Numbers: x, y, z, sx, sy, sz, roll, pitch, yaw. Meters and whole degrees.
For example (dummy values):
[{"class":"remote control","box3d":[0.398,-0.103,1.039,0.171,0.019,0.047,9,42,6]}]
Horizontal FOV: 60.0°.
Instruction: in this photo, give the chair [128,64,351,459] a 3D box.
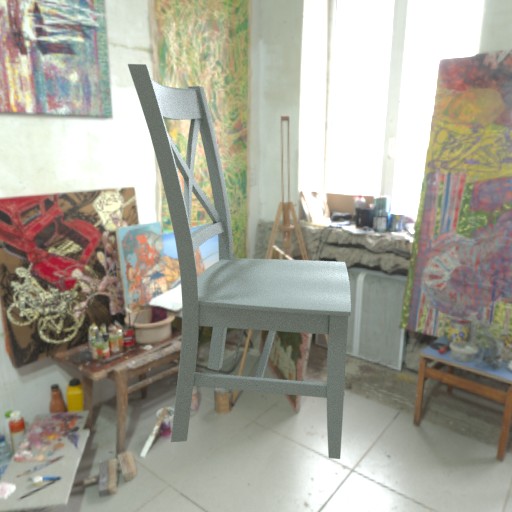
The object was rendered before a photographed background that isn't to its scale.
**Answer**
[{"class":"chair","box3d":[0.000,0.000,1.296,0.542,0.983,0.485,2,15,9]}]
